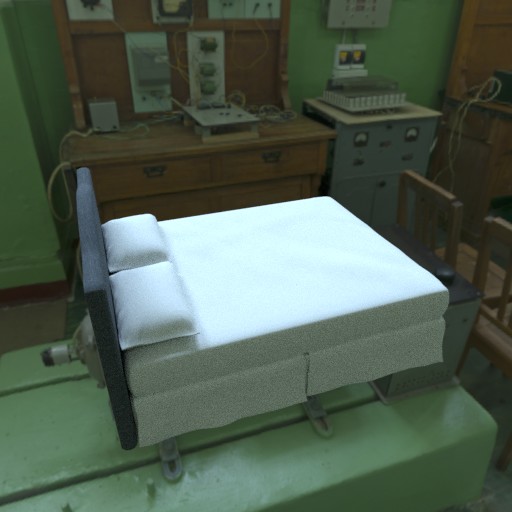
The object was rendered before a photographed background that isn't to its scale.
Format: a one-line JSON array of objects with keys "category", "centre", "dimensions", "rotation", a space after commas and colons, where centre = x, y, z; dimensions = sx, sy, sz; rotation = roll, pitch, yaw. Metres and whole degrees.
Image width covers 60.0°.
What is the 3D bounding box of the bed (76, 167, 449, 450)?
[{"category": "bed", "centre": [0.000, 0.000, 3.876], "dimensions": [2.689, 1.457, 2.161], "rotation": [-11, 33, -17]}]
